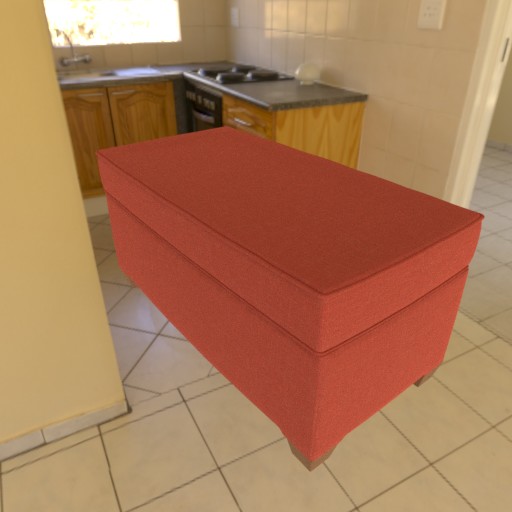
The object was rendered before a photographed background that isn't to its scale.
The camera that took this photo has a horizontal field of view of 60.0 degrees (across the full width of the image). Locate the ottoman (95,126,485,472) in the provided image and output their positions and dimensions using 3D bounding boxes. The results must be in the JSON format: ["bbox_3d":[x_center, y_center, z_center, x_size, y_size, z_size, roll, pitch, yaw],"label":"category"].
[{"bbox_3d":[0.000,0.000,1.200,0.497,0.454,0.948,-21,36,-32],"label":"ottoman"}]
